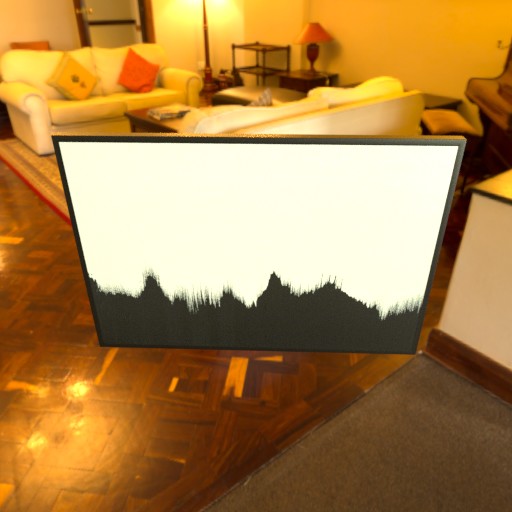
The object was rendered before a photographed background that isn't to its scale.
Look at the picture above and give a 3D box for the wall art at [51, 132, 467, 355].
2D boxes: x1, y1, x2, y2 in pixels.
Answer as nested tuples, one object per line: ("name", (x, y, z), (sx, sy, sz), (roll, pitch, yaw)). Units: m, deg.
("wall art", (0.000, 0.000, 0.822), (0.659, 0.446, 0.022), (1, 30, 2))
